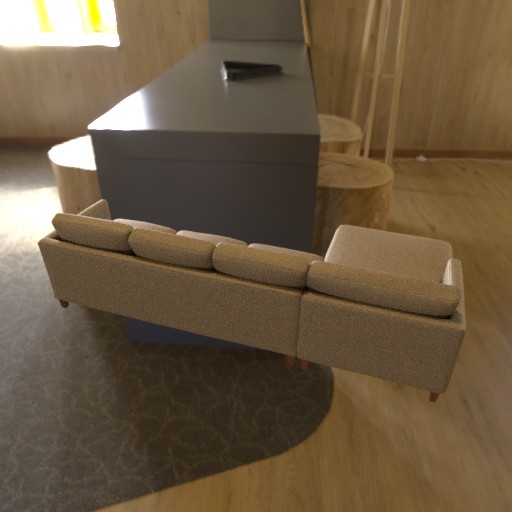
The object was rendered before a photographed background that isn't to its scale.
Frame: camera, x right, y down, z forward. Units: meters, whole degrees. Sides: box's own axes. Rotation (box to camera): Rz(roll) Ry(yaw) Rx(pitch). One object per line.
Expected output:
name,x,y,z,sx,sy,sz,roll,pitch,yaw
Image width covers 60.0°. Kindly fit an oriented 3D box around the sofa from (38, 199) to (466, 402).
sofa,0.000,0.000,3.775,3.201,0.876,1.502,11,34,16
